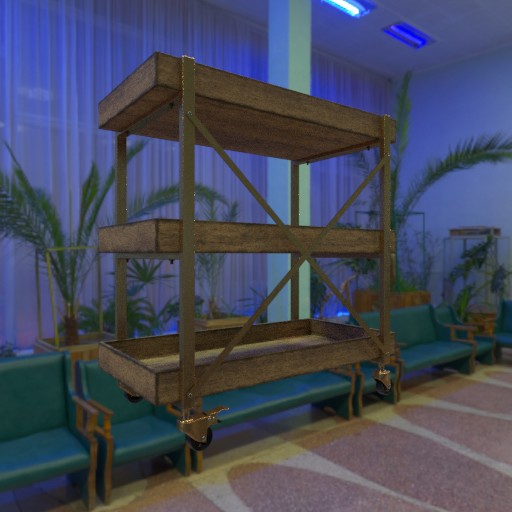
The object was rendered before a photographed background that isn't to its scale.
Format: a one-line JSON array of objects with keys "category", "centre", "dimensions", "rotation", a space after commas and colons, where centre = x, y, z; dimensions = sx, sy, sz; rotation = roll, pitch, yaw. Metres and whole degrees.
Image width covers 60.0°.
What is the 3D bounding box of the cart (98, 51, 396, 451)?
[{"category": "cart", "centre": [0.000, 0.000, 1.230], "dimensions": [0.750, 0.799, 0.416], "rotation": [0, 0, -36]}]
